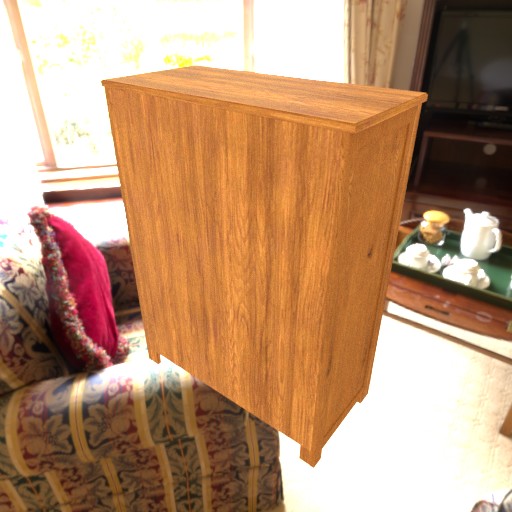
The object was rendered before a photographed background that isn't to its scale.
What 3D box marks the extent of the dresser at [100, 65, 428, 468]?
[{"bbox_3d":[0.000,0.000,1.959,1.081,1.431,0.558,22,37,32],"label":"dresser"}]
